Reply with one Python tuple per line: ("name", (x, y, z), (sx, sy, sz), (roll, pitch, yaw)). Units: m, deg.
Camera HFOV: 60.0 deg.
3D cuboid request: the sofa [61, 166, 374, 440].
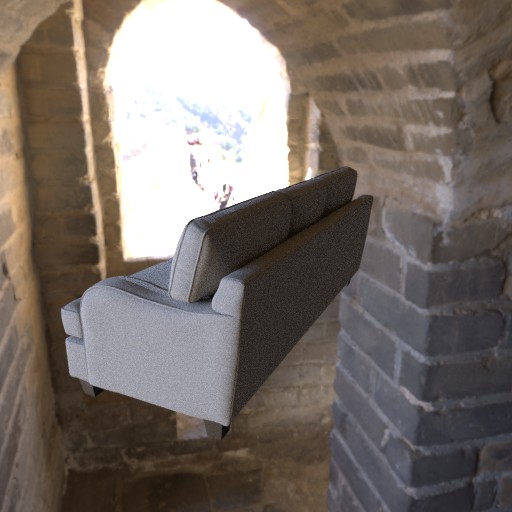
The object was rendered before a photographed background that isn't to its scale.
("sofa", (0.000, 0.000, 2.885), (1.016, 0.997, 2.323), (8, 18, 25))
